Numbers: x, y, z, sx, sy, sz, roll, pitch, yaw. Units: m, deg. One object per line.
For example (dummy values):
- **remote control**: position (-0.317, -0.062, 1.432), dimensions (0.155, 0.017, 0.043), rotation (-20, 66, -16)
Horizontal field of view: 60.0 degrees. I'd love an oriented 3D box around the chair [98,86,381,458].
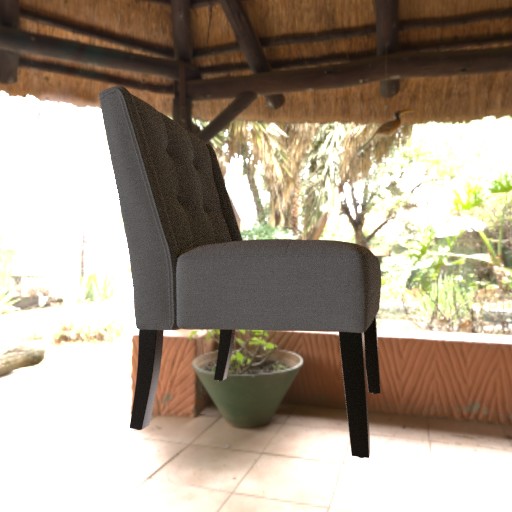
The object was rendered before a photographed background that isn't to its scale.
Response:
- **chair**: position (0.000, 0.000, 1.262), dimensions (0.676, 0.853, 0.569), rotation (-1, -2, 18)
